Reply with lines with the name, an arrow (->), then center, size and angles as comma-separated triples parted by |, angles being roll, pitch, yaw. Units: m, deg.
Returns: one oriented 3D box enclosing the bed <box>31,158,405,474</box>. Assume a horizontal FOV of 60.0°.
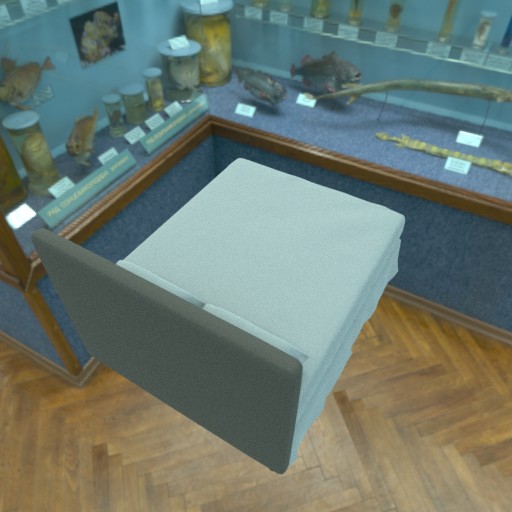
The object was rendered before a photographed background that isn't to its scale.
bed -> 0.000, 0.000, 3.241 | 1.748, 1.330, 2.142 | 24, 51, 21
